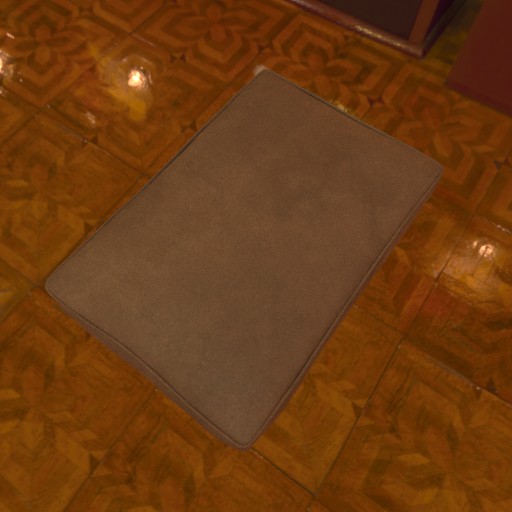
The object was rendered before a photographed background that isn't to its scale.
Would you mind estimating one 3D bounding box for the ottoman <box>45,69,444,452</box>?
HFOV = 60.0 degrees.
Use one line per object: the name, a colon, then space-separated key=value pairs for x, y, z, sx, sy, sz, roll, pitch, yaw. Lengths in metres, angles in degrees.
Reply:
ottoman: x=0.000 y=0.000 z=1.232 sx=0.596 sy=0.481 sz=0.860 roll=34 pitch=70 yaw=15
